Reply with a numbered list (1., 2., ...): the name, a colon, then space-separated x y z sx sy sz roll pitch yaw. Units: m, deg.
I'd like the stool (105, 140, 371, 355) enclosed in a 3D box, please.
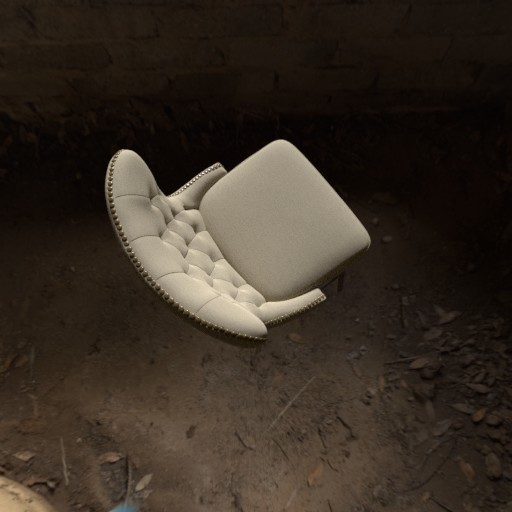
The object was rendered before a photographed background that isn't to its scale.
1. stool: 0.000 0.000 1.421 0.605 1.066 0.528 -35 77 -9
